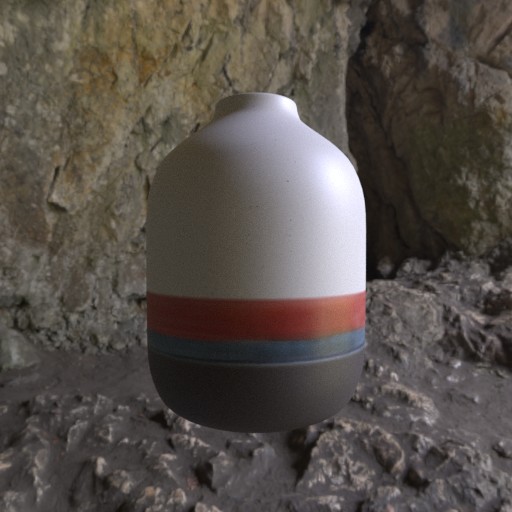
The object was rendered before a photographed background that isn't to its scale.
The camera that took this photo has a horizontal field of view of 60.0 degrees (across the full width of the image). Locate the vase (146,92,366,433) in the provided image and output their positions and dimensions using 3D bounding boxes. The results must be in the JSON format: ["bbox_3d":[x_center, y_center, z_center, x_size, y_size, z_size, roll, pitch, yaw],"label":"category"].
[{"bbox_3d":[0.000,0.000,0.352,0.169,0.237,0.169,0,1,0],"label":"vase"}]
